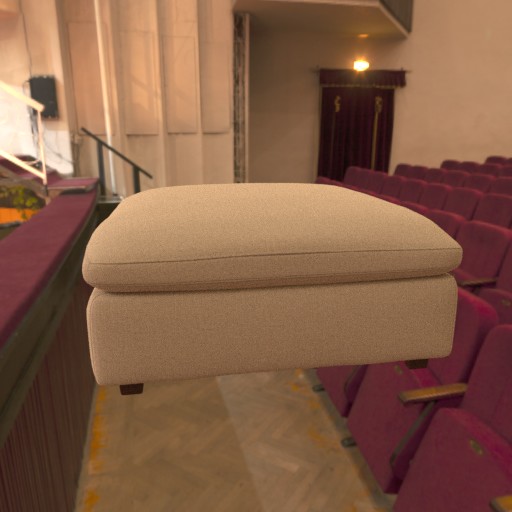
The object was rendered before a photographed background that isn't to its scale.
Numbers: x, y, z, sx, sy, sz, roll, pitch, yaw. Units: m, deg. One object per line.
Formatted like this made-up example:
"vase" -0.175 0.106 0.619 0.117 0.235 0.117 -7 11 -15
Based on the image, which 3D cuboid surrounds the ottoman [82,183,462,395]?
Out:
"ottoman" 0.000 0.000 1.549 0.996 0.467 0.977 -3 16 -9
